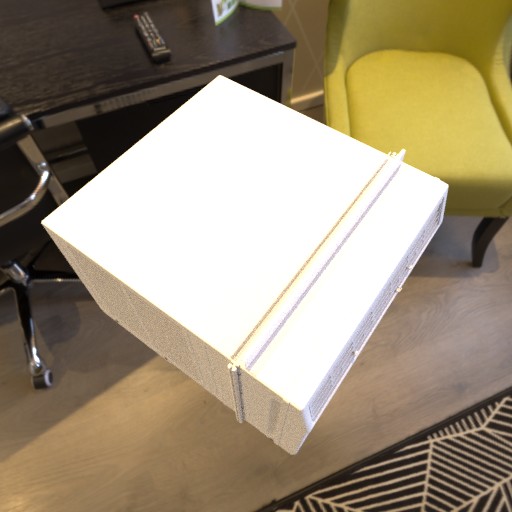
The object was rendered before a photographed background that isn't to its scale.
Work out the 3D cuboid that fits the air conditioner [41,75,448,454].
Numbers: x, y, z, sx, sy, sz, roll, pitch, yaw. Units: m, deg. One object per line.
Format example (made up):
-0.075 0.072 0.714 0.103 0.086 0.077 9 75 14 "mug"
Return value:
0.000 0.000 0.899 0.546 0.388 0.503 32 63 18 "air conditioner"
